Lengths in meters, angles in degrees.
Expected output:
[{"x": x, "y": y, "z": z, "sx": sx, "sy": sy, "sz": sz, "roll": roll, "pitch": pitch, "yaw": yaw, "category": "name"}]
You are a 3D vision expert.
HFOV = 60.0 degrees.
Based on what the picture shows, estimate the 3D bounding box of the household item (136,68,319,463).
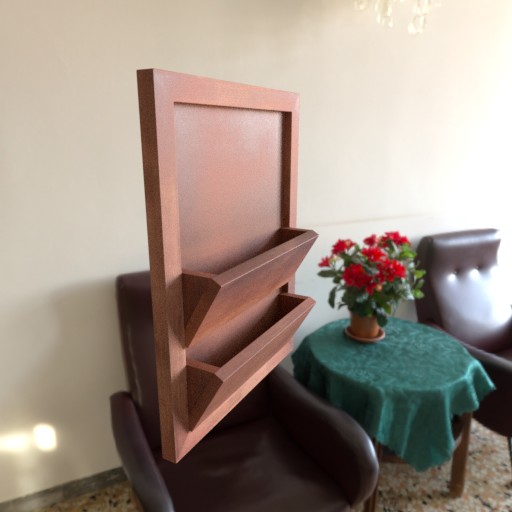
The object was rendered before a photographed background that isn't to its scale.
[{"x": 0.000, "y": 0.000, "z": 0.558, "sx": 0.067, "sy": 0.407, "sz": 0.310, "roll": 9, "pitch": 18, "yaw": 28, "category": "household item"}]
